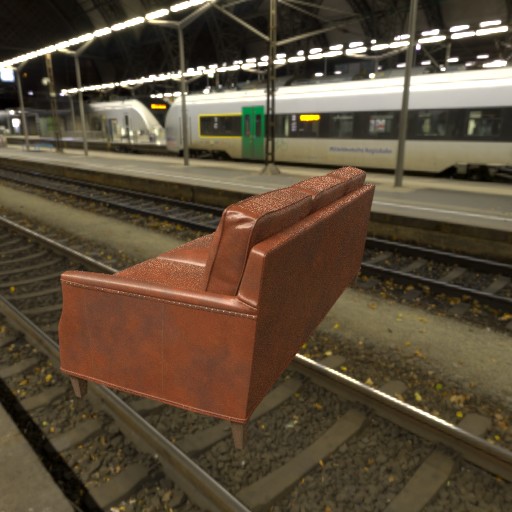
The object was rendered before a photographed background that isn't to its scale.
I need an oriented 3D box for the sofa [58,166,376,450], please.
[{"bbox_3d":[0.000,0.000,2.796,1.084,1.003,2.240,7,18,24],"label":"sofa"}]
